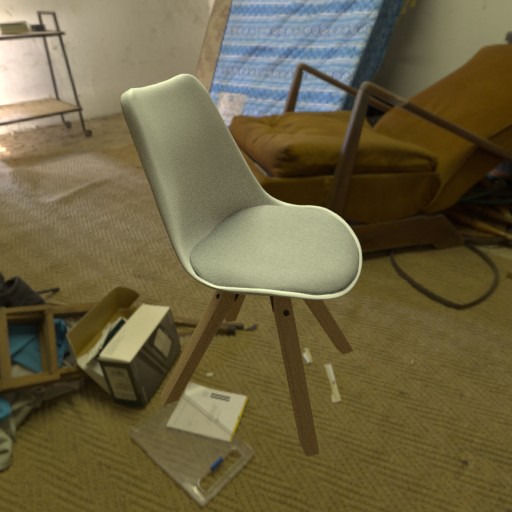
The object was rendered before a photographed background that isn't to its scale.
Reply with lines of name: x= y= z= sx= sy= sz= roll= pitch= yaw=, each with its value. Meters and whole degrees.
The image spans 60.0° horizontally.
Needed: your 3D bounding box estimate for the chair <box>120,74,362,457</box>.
chair: x=0.000 y=0.000 z=1.184 sx=0.550 sy=0.850 sz=0.485 roll=12 pitch=33 yaw=19
